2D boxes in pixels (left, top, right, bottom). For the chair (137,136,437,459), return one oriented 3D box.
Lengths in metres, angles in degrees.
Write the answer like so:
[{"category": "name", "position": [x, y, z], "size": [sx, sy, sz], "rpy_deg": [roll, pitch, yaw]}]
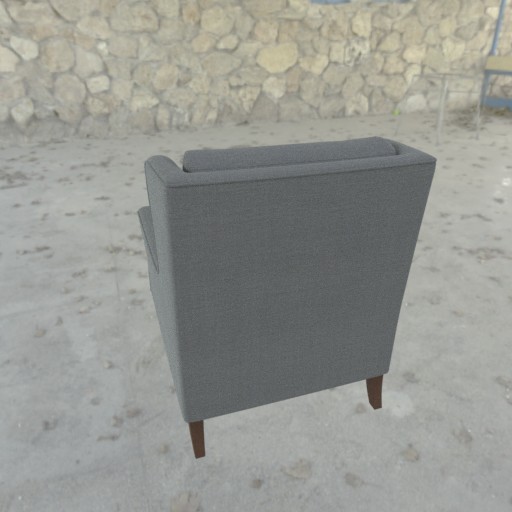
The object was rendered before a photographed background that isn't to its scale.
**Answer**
[{"category": "chair", "position": [0.000, 0.000, 1.841], "size": [0.866, 1.056, 1.040], "rpy_deg": [-8, 27, -17]}]
